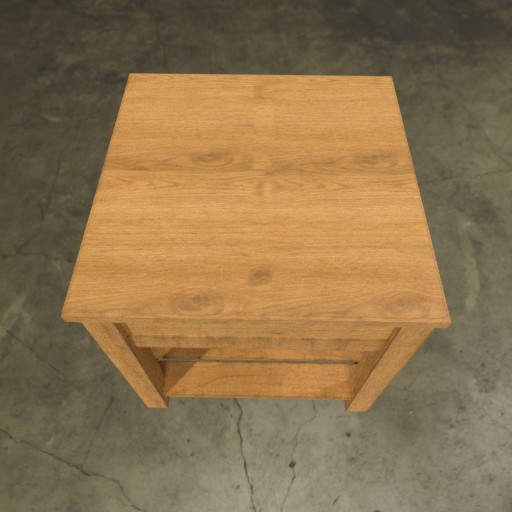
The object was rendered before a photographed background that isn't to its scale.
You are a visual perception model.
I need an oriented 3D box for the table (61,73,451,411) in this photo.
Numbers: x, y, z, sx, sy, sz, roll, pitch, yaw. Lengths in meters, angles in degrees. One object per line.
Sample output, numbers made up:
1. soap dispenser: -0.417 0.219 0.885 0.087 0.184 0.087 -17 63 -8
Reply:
1. table: 0.000 0.000 1.097 0.612 0.593 0.616 1 57 1
